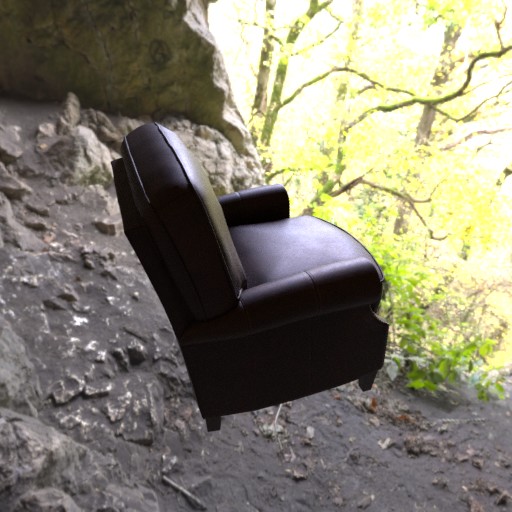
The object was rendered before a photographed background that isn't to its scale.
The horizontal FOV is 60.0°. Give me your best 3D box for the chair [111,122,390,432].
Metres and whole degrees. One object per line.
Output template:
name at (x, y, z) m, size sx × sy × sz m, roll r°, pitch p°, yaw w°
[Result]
chair at (0.000, 0.000, 1.776) m, size 0.986 × 1.018 × 0.936 m, roll -9°, pitch 30°, yaw -17°
